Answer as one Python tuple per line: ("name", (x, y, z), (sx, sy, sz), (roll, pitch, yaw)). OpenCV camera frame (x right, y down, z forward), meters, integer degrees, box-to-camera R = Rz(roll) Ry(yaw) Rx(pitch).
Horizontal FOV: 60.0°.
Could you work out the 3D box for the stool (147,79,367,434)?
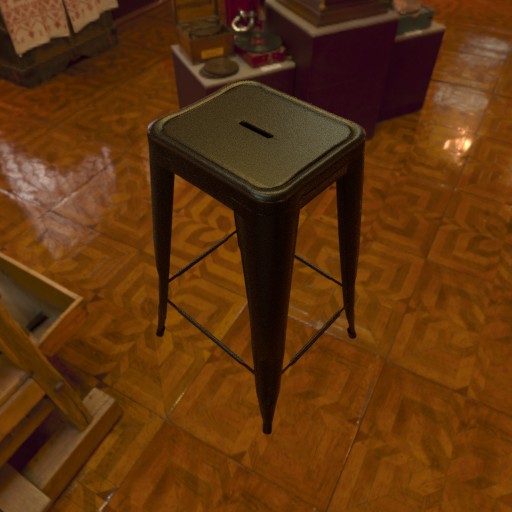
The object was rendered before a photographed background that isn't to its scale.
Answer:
("stool", (0.000, 0.000, 0.938), (0.455, 0.609, 0.423), (24, 52, 21))
